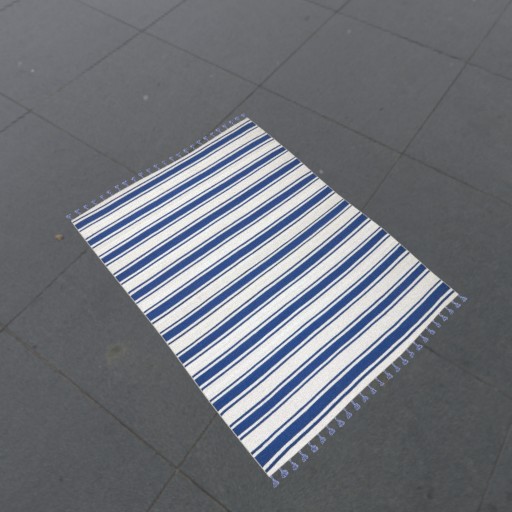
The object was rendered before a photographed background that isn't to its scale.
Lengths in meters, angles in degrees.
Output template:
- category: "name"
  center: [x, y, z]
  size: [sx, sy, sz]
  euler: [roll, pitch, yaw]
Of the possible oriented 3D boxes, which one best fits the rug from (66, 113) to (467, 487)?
- category: "rug"
  center: [0.000, 0.000, 4.484]
  size: [2.471, 0.016, 3.416]
  euler: [-36, 65, -19]
